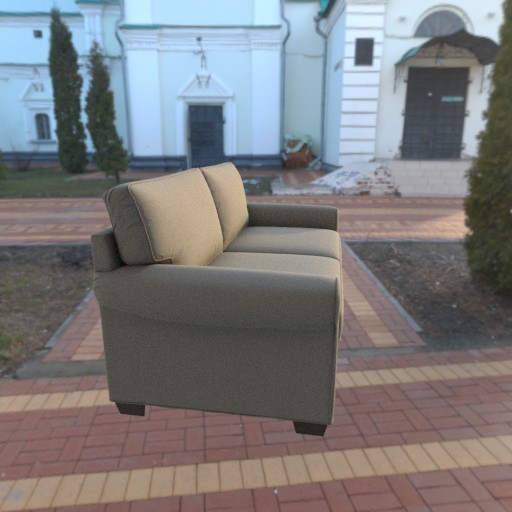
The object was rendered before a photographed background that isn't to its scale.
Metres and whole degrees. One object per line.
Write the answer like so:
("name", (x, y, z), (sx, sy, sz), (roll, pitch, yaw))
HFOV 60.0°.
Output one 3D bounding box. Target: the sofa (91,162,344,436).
("sofa", (0.000, 0.000, 2.445), (0.940, 0.952, 1.930), (3, 15, 10))
